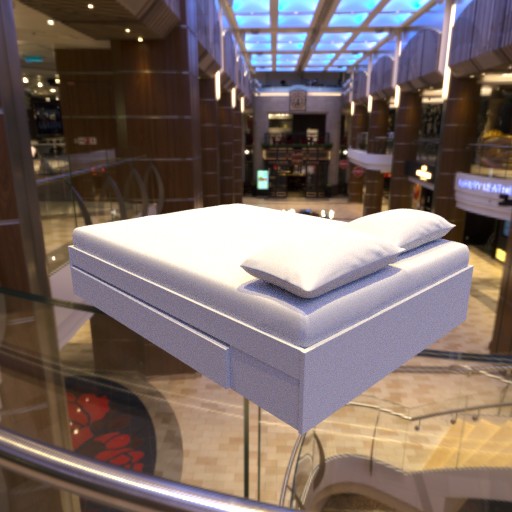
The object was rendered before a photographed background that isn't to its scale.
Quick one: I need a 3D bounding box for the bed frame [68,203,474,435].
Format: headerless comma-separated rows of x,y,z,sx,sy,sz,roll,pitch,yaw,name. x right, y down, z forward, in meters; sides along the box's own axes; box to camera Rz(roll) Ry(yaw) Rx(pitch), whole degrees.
0.000,0.000,2.622,1.450,0.629,1.950,-15,22,-42,bed frame
